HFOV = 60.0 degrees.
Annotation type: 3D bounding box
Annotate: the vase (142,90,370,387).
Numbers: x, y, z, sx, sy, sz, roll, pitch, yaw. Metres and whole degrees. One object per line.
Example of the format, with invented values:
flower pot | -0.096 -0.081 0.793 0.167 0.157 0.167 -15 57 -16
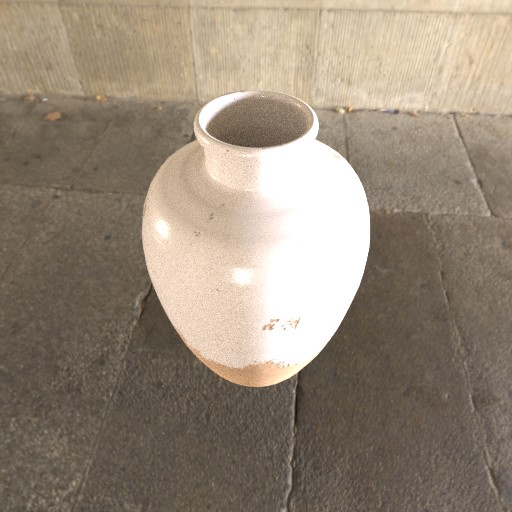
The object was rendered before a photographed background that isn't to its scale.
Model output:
vase | 0.000 0.000 0.334 0.158 0.228 0.158 0 46 0
